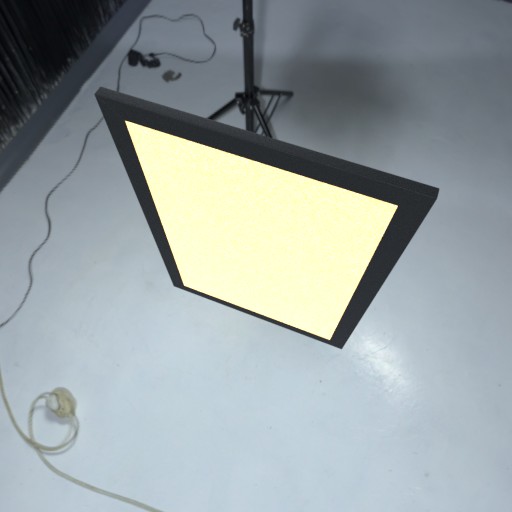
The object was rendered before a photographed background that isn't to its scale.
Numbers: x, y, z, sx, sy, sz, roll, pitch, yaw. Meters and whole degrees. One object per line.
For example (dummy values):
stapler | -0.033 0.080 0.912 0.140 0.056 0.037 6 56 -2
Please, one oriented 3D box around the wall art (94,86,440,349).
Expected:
wall art | 0.000 0.000 0.600 0.326 0.459 0.011 19 64 10
